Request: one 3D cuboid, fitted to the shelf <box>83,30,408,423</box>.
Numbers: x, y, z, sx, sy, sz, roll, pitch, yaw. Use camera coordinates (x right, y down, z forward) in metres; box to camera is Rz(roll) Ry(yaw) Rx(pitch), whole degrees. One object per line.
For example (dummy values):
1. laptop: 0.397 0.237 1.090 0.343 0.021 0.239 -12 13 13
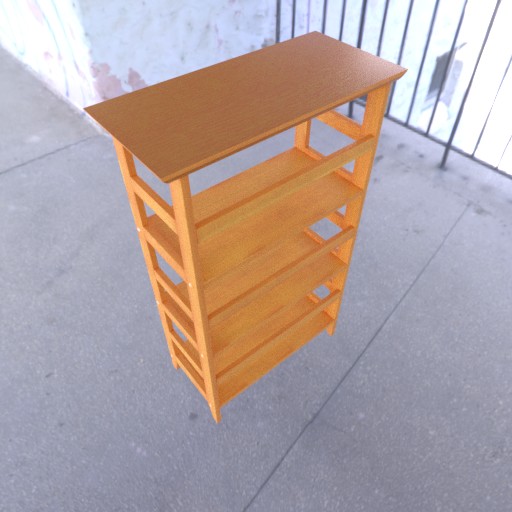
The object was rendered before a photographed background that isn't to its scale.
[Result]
1. shelf: 0.000 0.000 1.351 0.660 1.067 0.305 -31 54 -26
